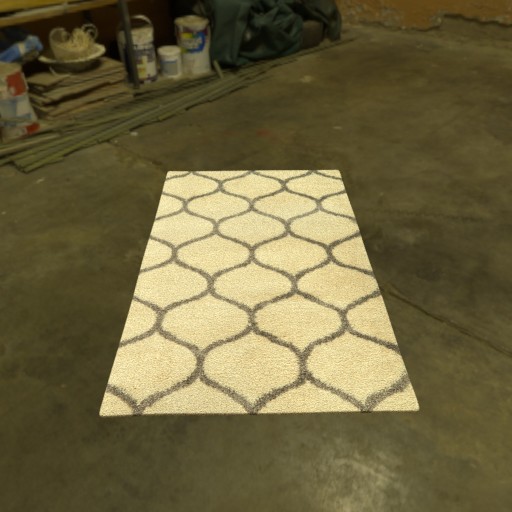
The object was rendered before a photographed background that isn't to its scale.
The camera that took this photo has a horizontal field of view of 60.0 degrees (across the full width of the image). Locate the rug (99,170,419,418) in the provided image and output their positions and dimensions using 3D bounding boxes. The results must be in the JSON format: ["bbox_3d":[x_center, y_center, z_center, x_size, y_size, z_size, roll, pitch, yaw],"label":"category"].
[{"bbox_3d":[0.000,0.000,2.973,1.501,0.024,2.348,-1,39,-1],"label":"rug"}]
